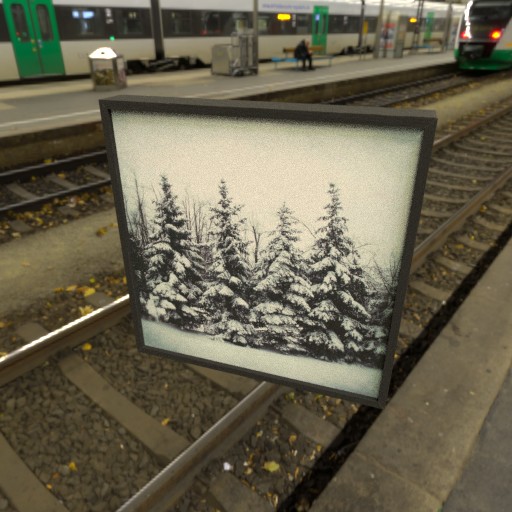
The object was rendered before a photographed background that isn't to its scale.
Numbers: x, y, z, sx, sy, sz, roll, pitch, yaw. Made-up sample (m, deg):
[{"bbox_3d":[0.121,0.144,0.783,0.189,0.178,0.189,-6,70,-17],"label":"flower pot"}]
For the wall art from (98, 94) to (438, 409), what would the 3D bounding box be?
[{"bbox_3d":[0.000,0.000,0.466,0.305,0.305,0.037,9,29,16],"label":"wall art"}]
